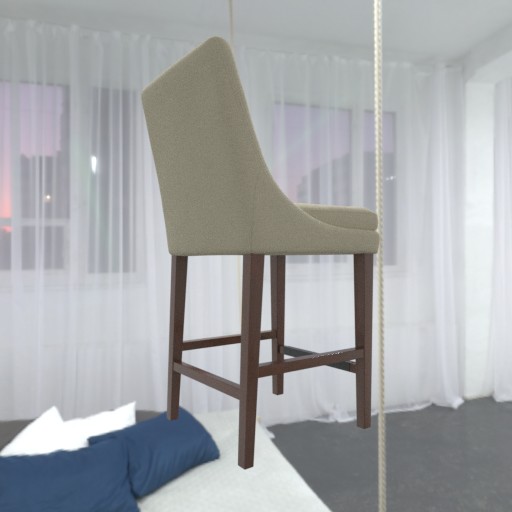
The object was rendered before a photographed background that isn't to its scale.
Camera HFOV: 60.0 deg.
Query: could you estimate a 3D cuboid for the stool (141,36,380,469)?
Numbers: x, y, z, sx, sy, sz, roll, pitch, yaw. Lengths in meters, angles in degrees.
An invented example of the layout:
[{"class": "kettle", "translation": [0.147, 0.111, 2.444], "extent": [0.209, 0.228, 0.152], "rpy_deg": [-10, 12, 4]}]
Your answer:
[{"class": "stool", "translation": [0.000, 0.000, 1.290], "extent": [0.577, 0.981, 0.470], "rpy_deg": [0, -1, -36]}]
